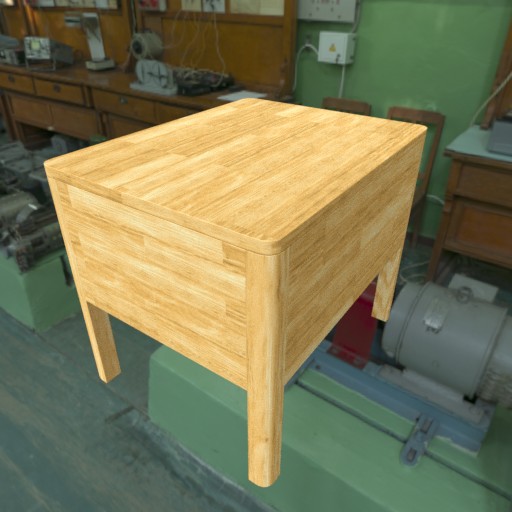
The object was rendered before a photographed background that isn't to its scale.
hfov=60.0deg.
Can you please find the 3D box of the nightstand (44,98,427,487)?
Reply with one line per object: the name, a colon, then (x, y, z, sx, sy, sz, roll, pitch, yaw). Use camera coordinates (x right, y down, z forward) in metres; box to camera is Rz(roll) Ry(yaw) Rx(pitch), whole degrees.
nightstand: (0.000, 0.000, 0.904, 0.440, 0.470, 0.560, 20, 37, 29)
